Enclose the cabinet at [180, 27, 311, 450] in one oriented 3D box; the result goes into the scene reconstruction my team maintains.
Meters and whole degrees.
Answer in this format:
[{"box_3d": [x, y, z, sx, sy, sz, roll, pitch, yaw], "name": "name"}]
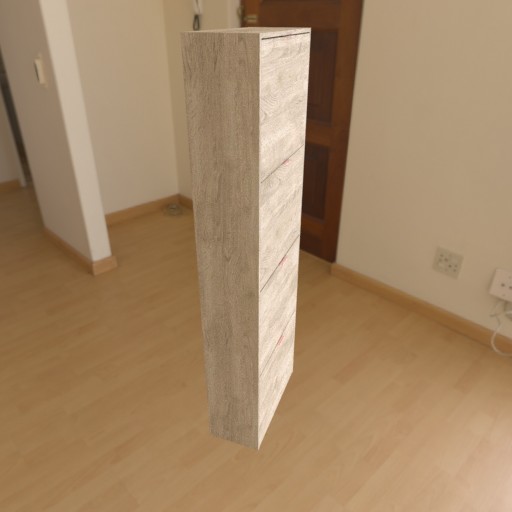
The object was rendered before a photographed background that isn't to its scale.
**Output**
[{"box_3d": [0.000, 0.000, 1.791, 0.250, 1.630, 0.520, 10, 30, 18], "name": "cabinet"}]
